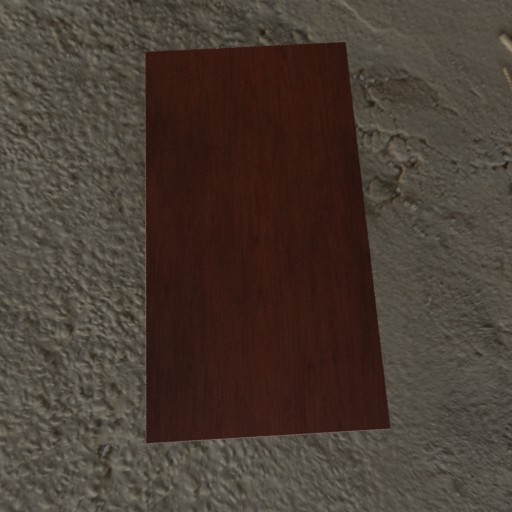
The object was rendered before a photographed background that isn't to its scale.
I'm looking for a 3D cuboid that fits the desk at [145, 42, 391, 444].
[{"bbox_3d":[0.000,0.000,1.470,0.549,0.762,1.001,-3,77,-1],"label":"desk"}]
